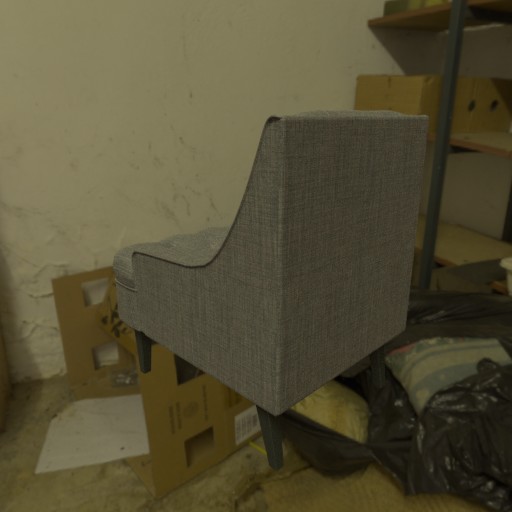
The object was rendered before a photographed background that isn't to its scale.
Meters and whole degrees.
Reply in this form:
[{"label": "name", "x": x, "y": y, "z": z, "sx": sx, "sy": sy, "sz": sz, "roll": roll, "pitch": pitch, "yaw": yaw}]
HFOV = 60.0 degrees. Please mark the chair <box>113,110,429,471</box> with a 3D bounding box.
[{"label": "chair", "x": 0.000, "y": 0.000, "z": 1.432, "sx": 0.655, "sy": 0.891, "sz": 0.771, "roll": -17, "pitch": 24, "yaw": -42}]
